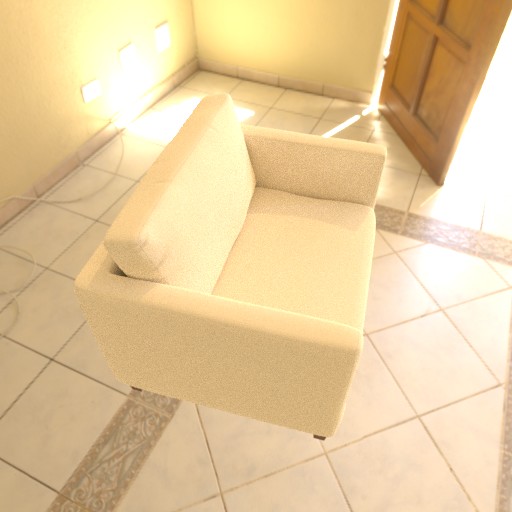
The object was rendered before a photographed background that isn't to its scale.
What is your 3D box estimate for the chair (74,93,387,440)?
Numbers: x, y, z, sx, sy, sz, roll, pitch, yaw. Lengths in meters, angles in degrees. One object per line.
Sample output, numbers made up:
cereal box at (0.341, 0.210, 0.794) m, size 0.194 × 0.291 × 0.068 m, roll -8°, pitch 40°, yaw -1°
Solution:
chair at (0.000, 0.000, 1.718) m, size 0.878 × 0.885 × 1.019 m, roll 11°, pitch 48°, yaw 10°
